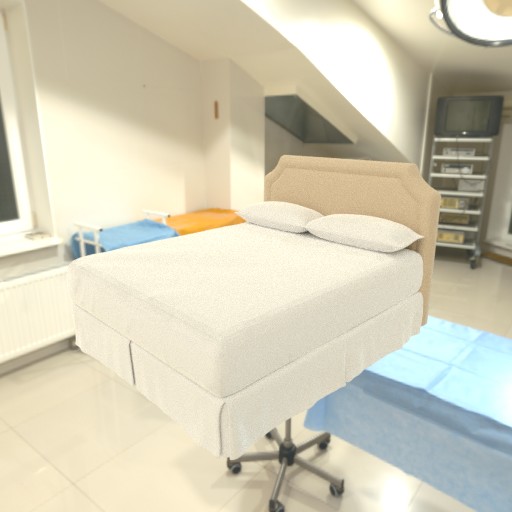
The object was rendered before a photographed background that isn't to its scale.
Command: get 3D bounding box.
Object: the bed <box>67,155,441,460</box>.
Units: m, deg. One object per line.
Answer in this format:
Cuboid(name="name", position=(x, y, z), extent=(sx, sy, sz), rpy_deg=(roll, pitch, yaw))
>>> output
Cuboid(name="bed", position=(0.000, 0.000, 3.845), extent=(2.548, 1.524, 2.134), rpy_deg=(-16, 23, -42))
